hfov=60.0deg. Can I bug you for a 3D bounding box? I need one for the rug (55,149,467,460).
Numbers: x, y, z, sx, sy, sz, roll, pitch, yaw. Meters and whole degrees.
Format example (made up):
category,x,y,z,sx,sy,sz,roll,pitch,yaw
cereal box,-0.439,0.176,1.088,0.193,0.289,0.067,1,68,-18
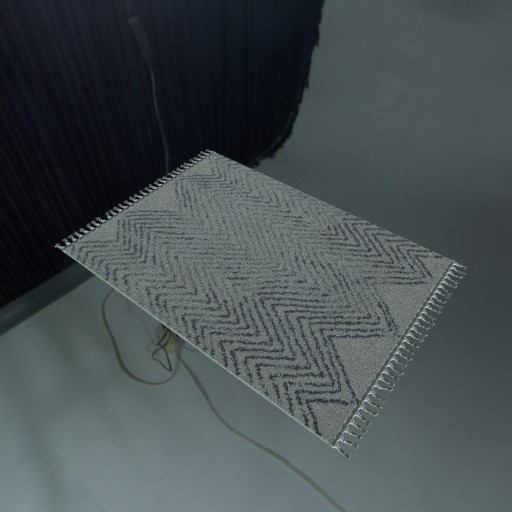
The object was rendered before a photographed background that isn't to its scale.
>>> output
category,x,y,z,sx,sy,sz,roll,pitch,yaw
rug,0.000,0.000,2.349,1.847,0.014,1.230,29,52,26
